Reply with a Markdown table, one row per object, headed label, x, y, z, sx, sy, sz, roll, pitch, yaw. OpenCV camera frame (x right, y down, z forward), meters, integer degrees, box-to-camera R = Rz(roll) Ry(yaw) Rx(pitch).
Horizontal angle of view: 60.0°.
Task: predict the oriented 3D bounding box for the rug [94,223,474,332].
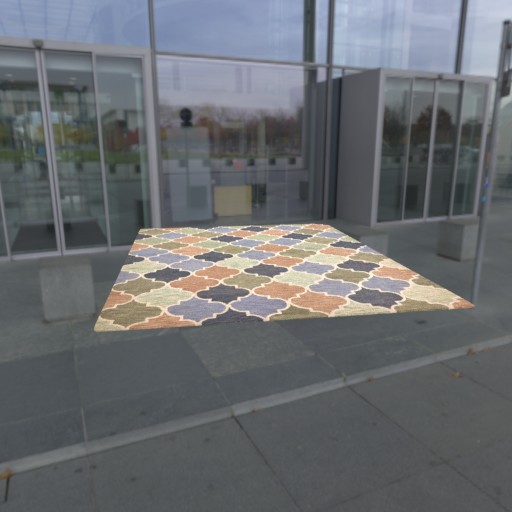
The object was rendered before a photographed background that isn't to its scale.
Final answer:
| label | x | y | z | sx | sy | sz | roll | pitch | yaw |
| --- | --- | --- | --- | --- | --- | --- | --- | --- | --- |
| rug | 0.000 | 0.000 | 4.278 | 2.439 | 0.013 | 3.200 | -2 | 14 | -9 |
